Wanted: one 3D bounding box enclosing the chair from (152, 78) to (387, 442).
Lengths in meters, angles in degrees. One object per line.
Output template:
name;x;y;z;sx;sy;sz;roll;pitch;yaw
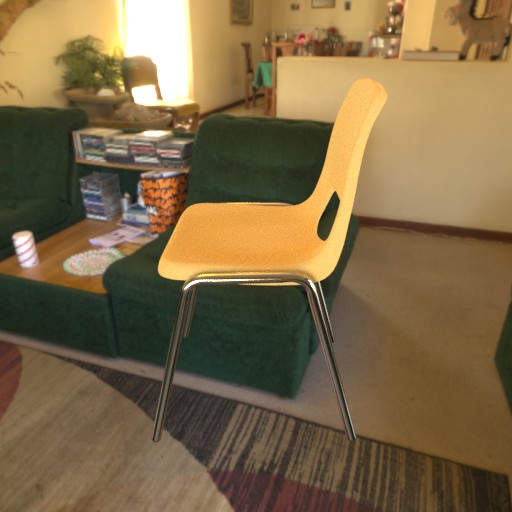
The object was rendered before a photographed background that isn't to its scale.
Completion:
chair;0.000;0.000;0.947;0.436;0.704;0.381;1;27;1
